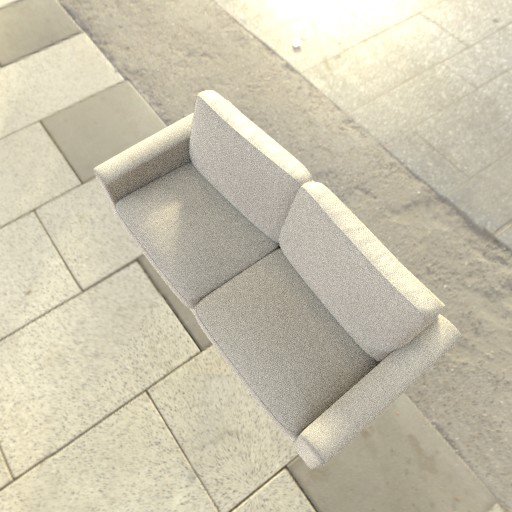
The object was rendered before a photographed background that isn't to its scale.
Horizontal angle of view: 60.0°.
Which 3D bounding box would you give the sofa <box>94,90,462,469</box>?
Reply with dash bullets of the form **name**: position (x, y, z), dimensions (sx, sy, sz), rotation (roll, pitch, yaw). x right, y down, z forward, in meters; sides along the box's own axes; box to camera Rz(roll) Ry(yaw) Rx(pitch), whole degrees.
- **sofa**: position (0.000, 0.000, 2.651), dimensions (1.016, 0.873, 2.179), rotation (-35, 67, -17)
